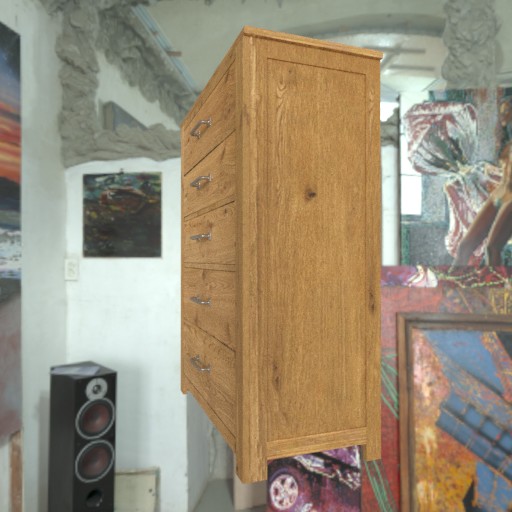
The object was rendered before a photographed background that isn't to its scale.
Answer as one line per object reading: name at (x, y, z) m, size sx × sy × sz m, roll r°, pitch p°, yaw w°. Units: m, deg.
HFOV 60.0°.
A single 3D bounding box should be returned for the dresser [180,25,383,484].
dresser at (0.000, 0.000, 1.961) m, size 0.558 × 1.431 × 1.081 m, roll 0°, pitch 0°, yaw -20°
